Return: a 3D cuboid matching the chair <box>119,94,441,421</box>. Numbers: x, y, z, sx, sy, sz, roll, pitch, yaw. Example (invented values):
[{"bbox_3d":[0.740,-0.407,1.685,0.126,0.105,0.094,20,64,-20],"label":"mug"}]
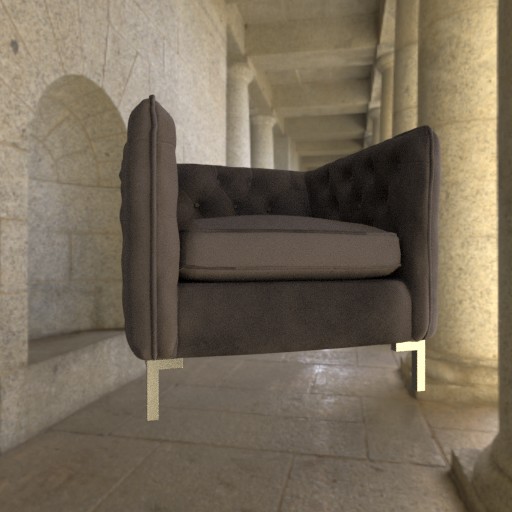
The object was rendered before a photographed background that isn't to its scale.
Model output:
[{"bbox_3d":[0.000,0.000,1.607,0.946,0.807,0.913,0,0,-18],"label":"chair"}]
